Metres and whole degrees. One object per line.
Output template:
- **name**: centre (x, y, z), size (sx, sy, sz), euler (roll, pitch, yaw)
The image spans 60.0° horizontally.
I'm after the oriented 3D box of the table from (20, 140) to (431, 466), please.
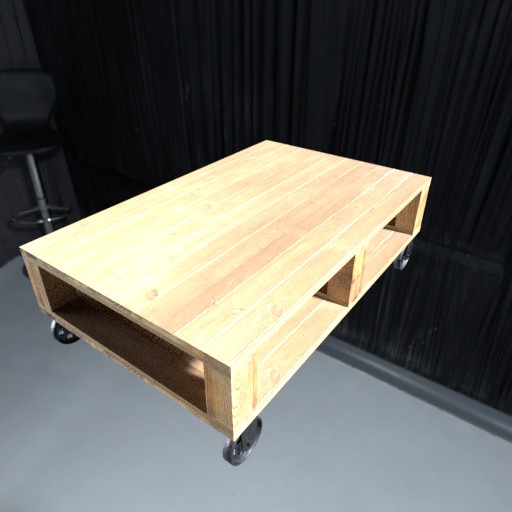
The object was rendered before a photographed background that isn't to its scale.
- **table**: centre (0.000, 0.000, 1.689), size (0.827, 0.413, 1.299), euler (21, 38, 30)
